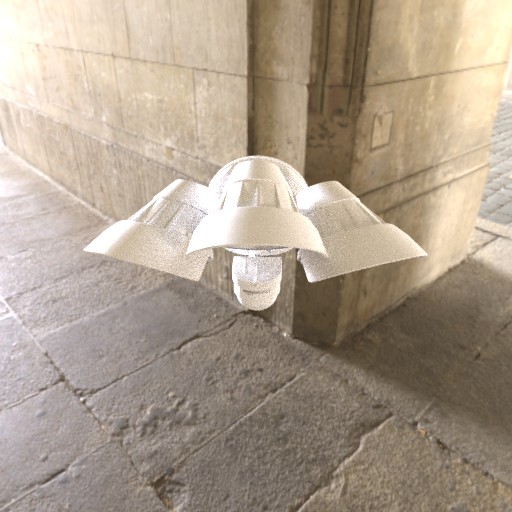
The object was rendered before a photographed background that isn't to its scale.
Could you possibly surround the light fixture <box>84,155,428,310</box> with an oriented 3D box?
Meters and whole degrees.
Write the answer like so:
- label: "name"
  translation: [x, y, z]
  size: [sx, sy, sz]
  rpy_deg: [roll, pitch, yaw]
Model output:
- label: "light fixture"
  translation: [0.000, 0.000, 0.544]
  size: [0.369, 0.237, 0.278]
  rpy_deg: [1, 29, 1]
